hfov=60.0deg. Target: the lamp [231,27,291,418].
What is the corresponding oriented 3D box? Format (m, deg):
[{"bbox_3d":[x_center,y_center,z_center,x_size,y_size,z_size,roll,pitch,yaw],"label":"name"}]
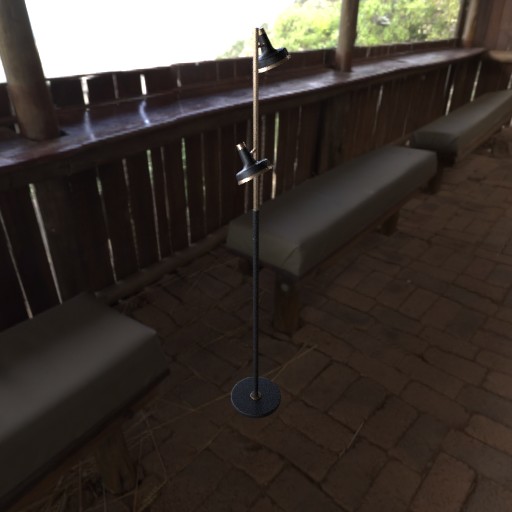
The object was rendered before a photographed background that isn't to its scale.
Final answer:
[{"bbox_3d":[0.000,0.000,1.823,0.253,1.674,0.351,10,32,16],"label":"lamp"}]
